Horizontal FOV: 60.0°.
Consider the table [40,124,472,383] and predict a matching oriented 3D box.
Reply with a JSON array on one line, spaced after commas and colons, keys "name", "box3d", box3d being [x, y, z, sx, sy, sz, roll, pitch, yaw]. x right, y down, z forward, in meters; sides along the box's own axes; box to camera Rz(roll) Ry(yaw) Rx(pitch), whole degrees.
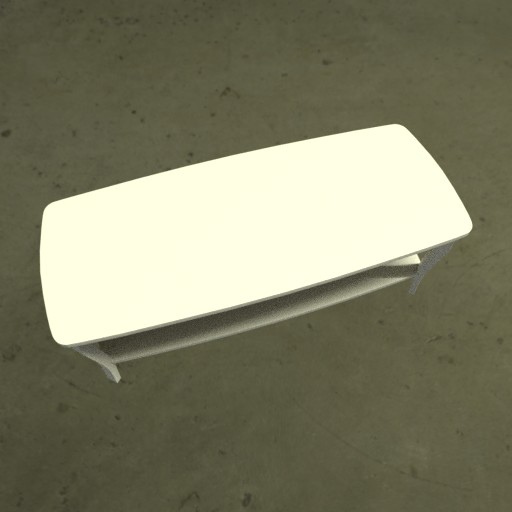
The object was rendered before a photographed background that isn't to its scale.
[{"name": "table", "box3d": [0.000, 0.000, 1.613, 1.334, 0.474, 0.561, -15, 59, -9]}]
